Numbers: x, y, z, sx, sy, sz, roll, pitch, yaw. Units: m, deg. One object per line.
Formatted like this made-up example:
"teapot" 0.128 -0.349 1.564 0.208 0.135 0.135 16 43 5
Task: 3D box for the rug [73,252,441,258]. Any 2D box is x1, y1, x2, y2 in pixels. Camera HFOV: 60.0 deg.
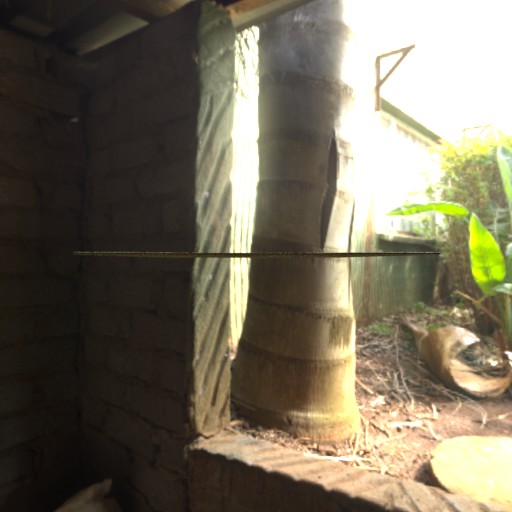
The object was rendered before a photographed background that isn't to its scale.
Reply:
"rug" 0.000 0.000 2.231 1.143 0.010 1.758 0 -1 0
